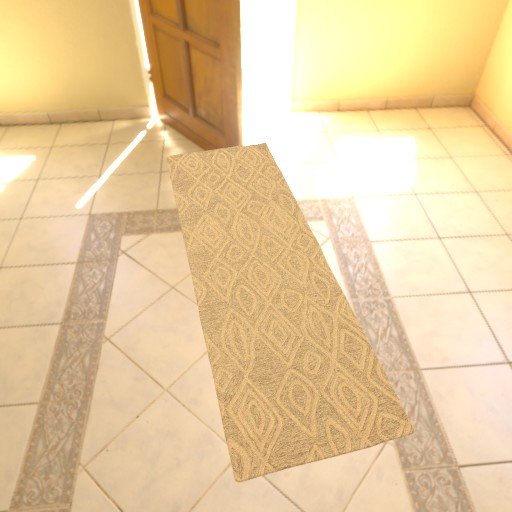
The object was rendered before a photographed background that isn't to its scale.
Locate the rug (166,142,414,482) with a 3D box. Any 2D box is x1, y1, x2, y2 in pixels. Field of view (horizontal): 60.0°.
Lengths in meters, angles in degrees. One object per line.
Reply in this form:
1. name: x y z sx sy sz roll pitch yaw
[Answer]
1. rug: 0.000 0.000 2.668 0.807 0.013 2.436 -11 47 -10
